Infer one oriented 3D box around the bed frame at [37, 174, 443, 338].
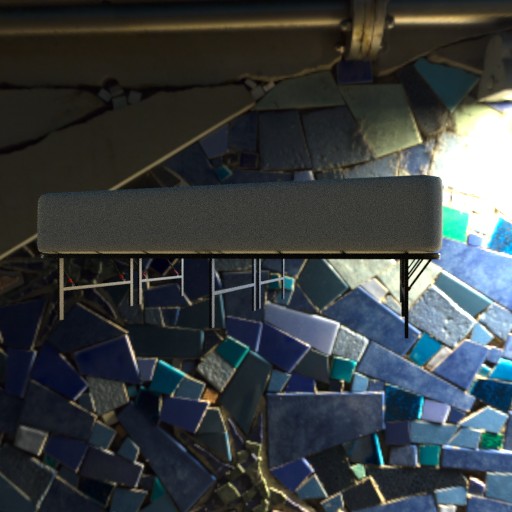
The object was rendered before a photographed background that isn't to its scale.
[{"bbox_3d":[0.000,0.000,2.792,2.037,0.677,1.528,0,0,17],"label":"bed frame"}]
